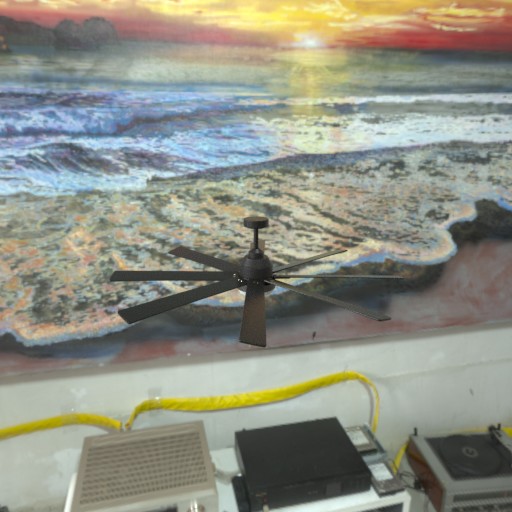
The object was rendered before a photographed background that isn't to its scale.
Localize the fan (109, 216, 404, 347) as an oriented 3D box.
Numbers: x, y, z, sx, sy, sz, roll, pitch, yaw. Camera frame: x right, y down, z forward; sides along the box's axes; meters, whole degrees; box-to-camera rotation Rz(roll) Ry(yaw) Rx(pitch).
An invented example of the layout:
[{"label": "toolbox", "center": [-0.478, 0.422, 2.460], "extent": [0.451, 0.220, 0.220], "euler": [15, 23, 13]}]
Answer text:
[{"label": "fan", "center": [0.000, 0.000, 2.761], "extent": [1.830, 0.472, 1.830], "euler": [-15, 22, -42]}]
